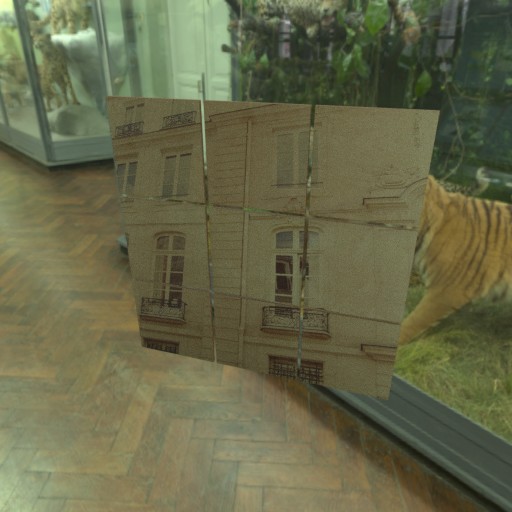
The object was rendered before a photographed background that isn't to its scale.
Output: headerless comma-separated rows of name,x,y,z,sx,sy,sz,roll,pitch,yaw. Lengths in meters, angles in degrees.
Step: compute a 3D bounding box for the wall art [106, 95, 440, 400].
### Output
wall art,0.000,0.000,1.844,1.221,1.218,0.024,8,28,16
